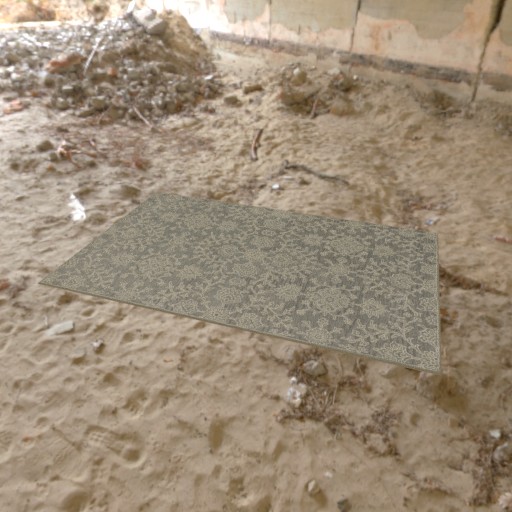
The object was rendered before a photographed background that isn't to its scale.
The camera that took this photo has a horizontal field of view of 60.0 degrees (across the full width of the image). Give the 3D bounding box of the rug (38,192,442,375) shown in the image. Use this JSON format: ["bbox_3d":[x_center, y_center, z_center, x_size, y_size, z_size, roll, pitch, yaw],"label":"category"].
[{"bbox_3d":[0.000,0.000,3.110,2.430,0.010,1.515,10,33,16],"label":"rug"}]
